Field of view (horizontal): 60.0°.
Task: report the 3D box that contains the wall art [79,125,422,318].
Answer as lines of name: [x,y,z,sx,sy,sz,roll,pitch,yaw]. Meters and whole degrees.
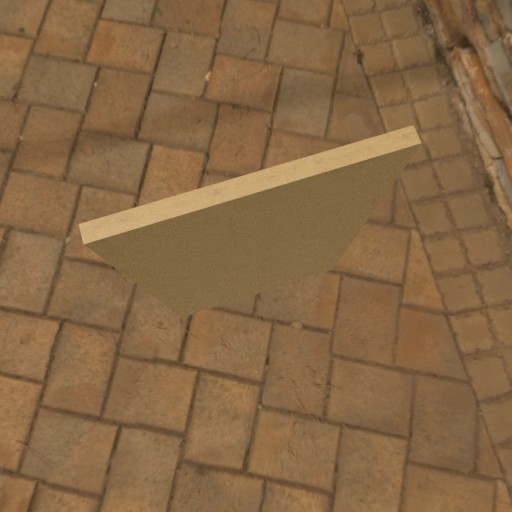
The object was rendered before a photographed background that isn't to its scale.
wall art: [0.000,0.000,1.028,0.510,0.810,0.039,-17,76,-4]
